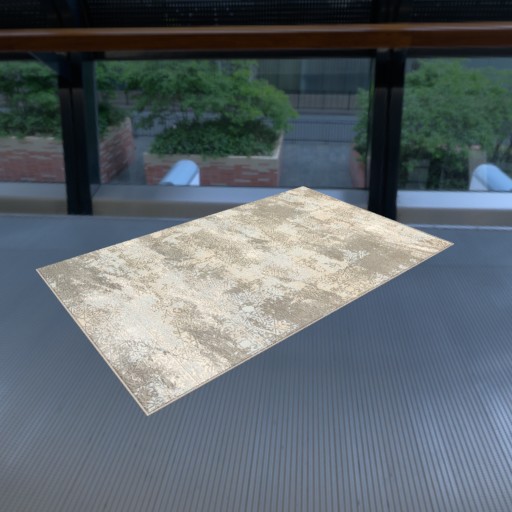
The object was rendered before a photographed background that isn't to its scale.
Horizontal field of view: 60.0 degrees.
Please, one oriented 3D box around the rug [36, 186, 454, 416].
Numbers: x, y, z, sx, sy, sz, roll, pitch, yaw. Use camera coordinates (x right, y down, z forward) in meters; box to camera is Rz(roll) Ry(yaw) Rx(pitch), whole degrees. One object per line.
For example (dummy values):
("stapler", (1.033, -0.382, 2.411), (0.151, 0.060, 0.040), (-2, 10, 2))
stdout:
("rug", (0.000, 0.000, 3.029), (2.431, 0.012, 1.536), (-22, 36, -34))
